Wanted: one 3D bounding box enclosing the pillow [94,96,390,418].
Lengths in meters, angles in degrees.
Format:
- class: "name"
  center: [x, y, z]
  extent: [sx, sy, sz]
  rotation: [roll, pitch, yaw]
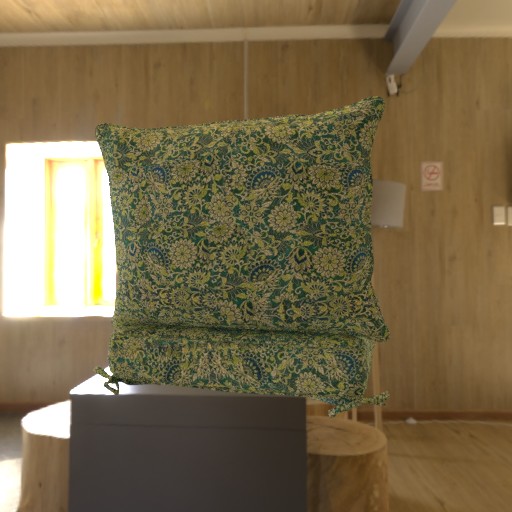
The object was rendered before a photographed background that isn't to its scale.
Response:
- class: "pillow"
  center: [0.000, 0.000, 1.375]
  extent: [0.798, 0.722, 0.740]
  rotation: [0, 0, 17]
